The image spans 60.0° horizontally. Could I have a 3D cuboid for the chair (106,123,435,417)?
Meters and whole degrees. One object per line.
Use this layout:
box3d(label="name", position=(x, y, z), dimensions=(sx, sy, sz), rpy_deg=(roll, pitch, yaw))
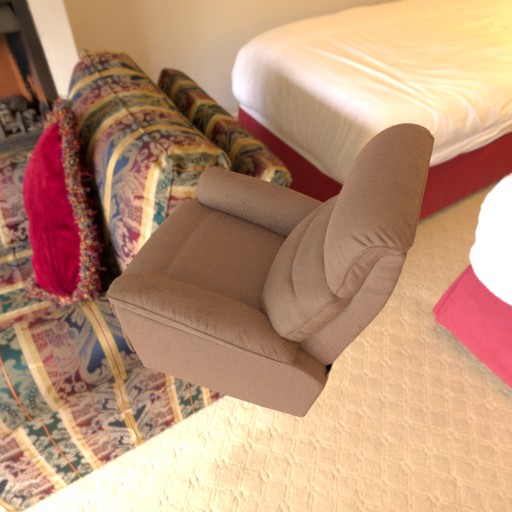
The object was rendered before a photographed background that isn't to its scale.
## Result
box3d(label="chair", position=(0.000, 0.000, 1.679), dimensions=(1.004, 1.037, 0.820), rpy_deg=(15, 47, 15))
